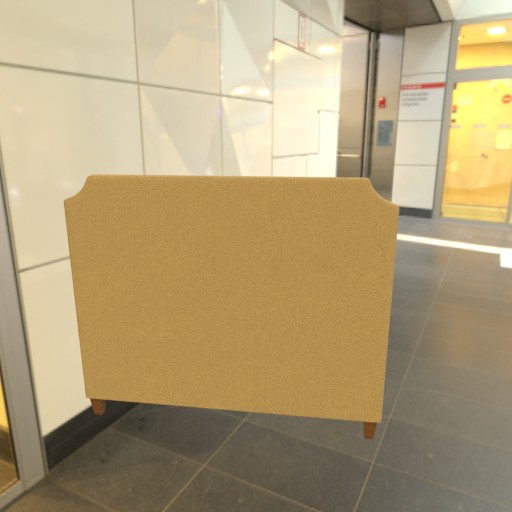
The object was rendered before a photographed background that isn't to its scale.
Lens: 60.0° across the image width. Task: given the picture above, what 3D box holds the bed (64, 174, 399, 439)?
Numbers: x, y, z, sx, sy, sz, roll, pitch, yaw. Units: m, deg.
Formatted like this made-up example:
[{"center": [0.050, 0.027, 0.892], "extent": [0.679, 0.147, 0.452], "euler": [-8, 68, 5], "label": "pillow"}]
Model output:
[{"center": [0.000, 0.000, 3.438], "extent": [1.703, 1.415, 2.329], "euler": [2, 15, 8], "label": "bed"}]
